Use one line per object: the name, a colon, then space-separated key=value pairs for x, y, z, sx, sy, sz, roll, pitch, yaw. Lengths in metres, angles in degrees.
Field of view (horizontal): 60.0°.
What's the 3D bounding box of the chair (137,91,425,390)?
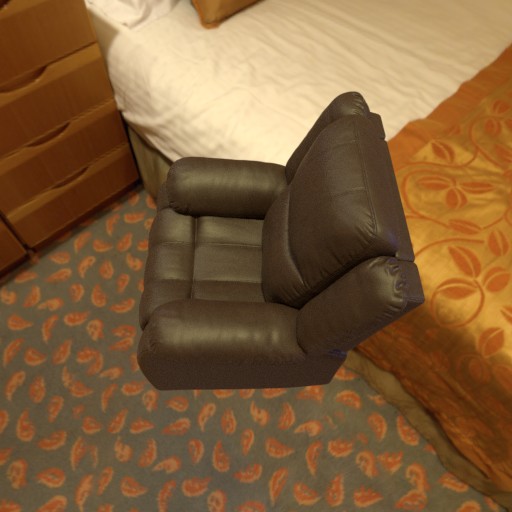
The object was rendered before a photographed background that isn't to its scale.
chair: x=0.000 y=0.000 z=1.739 sx=0.934 sy=1.009 sz=0.899 roll=-1 pitch=58 yaw=0
